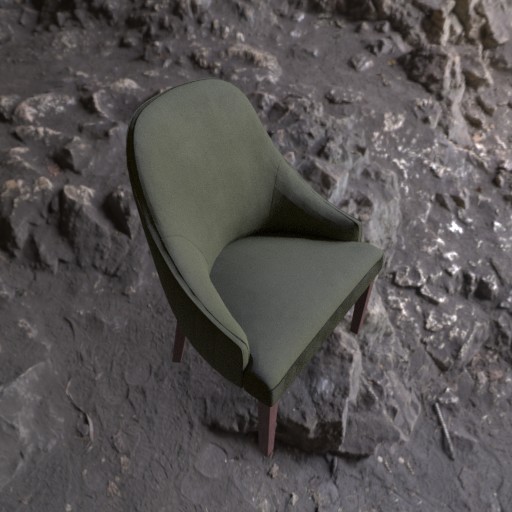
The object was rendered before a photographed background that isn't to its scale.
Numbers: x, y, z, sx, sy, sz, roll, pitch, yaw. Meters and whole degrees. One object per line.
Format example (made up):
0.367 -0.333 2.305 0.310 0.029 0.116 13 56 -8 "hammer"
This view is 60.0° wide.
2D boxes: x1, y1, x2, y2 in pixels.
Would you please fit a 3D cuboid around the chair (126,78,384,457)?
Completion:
0.000 0.000 1.324 0.575 0.889 0.643 27 48 27 "chair"
